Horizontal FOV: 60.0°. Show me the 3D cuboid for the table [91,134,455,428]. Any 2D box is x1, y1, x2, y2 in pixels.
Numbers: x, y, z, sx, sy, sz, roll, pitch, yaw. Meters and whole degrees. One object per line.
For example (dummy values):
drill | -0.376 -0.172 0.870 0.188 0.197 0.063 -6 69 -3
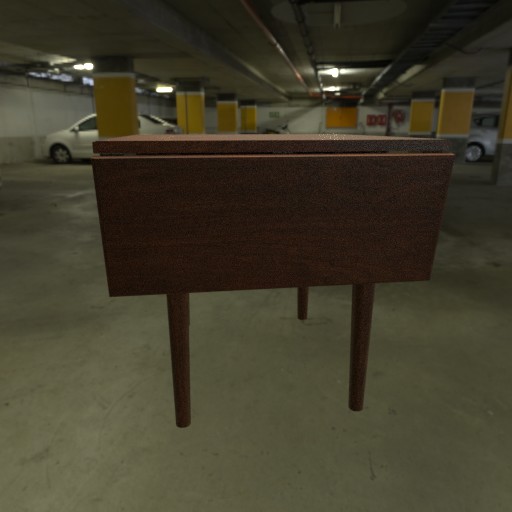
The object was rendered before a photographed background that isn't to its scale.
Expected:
table | 0.000 0.000 1.465 0.812 0.763 0.843 -2 16 -8
